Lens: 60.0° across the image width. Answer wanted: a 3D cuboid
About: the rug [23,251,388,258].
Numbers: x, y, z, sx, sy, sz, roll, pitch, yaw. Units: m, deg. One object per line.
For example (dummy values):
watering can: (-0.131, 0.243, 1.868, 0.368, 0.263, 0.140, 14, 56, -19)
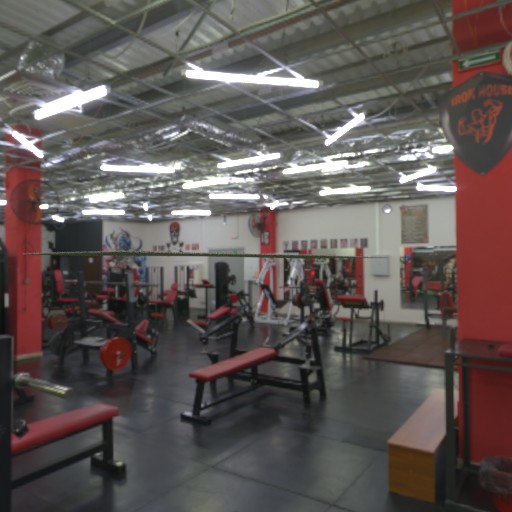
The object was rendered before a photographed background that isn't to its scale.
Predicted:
rug: (0.000, 0.000, 2.570, 0.697, 0.013, 2.335, -1, -1, 37)
